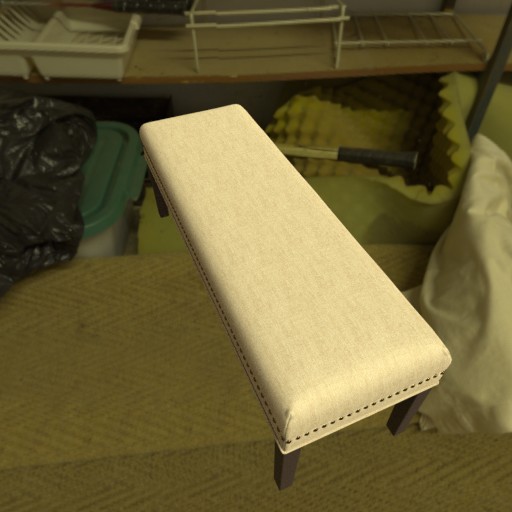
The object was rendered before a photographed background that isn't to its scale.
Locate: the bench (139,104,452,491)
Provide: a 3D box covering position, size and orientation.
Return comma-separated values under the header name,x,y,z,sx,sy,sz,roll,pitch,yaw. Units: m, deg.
name,x,y,z,sx,sy,sz,roll,pitch,yaw
bench,0.000,0.000,1.414,0.410,0.457,1.219,-17,49,-16
